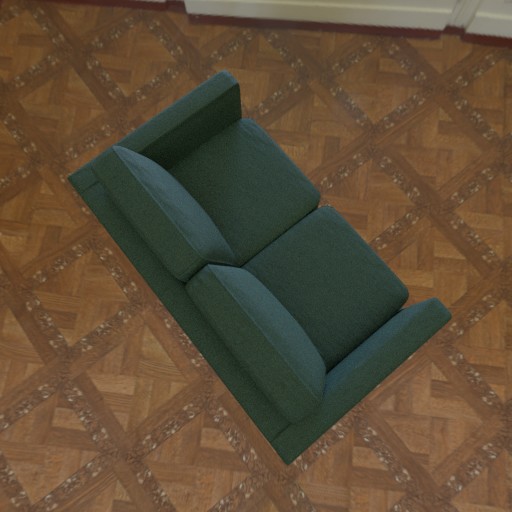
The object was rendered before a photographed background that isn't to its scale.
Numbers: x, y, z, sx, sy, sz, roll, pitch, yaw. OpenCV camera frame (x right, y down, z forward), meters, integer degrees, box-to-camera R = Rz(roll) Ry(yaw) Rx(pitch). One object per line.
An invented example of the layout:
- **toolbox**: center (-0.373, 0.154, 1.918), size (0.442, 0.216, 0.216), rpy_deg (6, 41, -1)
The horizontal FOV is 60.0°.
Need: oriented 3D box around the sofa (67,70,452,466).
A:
- **sofa**: center (0.000, 0.000, 1.999), size (0.879, 0.899, 1.430), rpy_deg (-38, 79, -9)
